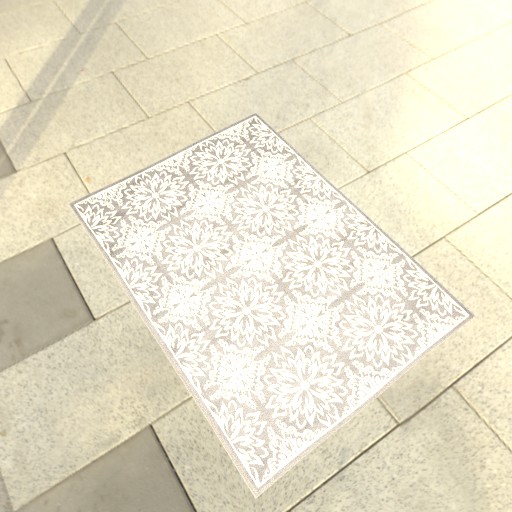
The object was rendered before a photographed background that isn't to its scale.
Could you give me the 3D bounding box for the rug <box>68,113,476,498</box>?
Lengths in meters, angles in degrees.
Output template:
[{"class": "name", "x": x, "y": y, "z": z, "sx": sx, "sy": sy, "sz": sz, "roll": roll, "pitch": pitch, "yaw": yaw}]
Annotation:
[{"class": "rug", "x": 0.000, "y": 0.000, "z": 2.844, "sx": 1.608, "sy": 0.014, "sz": 2.213, "roll": -32, "pitch": 63, "yaw": -18}]
